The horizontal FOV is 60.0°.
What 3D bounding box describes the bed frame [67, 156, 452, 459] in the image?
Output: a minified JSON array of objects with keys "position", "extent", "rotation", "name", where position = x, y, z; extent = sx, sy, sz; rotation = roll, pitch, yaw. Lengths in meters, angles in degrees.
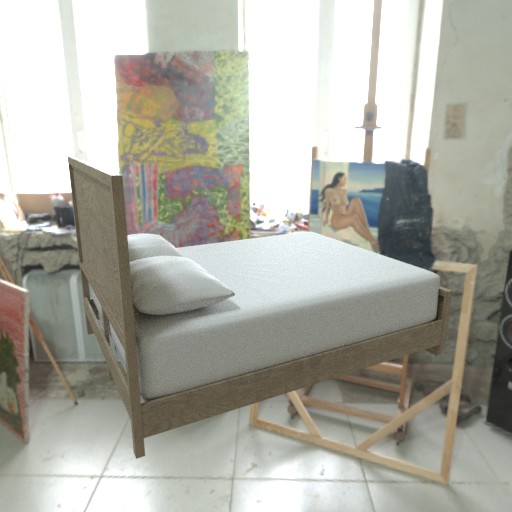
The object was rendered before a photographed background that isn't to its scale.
[{"position":[0.000,0.000,3.159],"extent":[2.189,1.369,1.606],"rotation":[-8,18,-27],"name":"bed frame"}]
